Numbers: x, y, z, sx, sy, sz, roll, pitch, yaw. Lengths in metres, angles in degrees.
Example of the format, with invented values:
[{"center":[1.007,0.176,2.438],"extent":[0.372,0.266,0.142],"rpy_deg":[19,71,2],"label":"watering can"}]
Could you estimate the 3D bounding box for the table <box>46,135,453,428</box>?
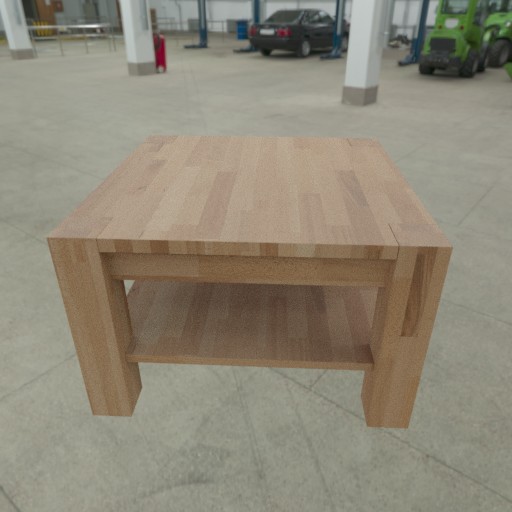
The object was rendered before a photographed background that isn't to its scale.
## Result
[{"center":[0.000,0.000,1.175],"extent":[0.700,0.451,0.700],"rpy_deg":[1,30,3],"label":"table"}]
